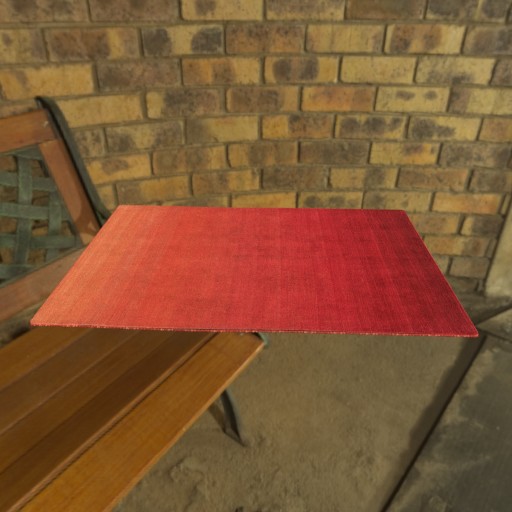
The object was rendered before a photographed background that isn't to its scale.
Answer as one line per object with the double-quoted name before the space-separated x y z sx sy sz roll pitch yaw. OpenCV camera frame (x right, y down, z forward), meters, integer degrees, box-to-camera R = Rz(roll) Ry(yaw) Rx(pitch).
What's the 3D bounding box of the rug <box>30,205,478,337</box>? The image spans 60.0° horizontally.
"rug" 0.000 0.000 2.319 1.835 0.018 1.230 1 30 2
